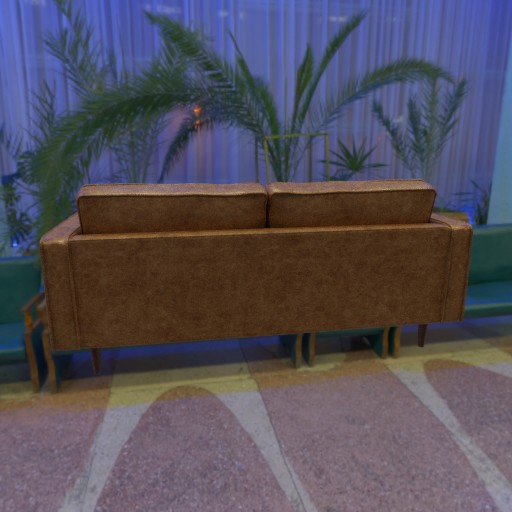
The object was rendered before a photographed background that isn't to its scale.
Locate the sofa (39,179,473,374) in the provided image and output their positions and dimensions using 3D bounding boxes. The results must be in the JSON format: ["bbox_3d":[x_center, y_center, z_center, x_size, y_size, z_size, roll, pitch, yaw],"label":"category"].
[{"bbox_3d":[0.000,0.000,2.363,1.920,0.825,0.924,-2,15,-9],"label":"sofa"}]
